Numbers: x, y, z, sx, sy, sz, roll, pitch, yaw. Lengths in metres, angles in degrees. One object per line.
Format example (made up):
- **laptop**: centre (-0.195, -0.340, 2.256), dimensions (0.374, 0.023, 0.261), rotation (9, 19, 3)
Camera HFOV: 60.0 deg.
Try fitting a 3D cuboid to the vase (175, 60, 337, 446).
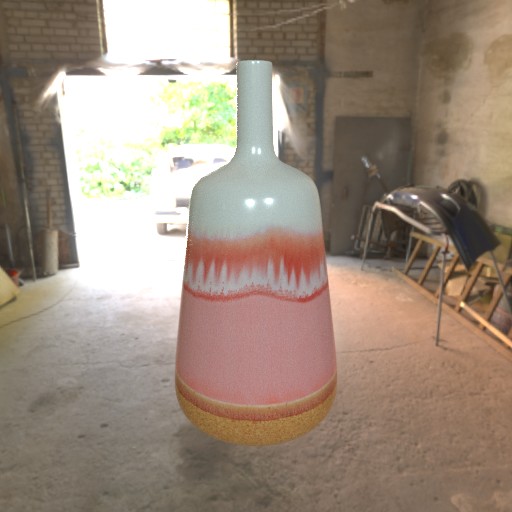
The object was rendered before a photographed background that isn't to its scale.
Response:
- **vase**: centre (0.000, 0.000, 0.367), dimensions (0.144, 0.296, 0.144), rotation (0, 17, 0)
